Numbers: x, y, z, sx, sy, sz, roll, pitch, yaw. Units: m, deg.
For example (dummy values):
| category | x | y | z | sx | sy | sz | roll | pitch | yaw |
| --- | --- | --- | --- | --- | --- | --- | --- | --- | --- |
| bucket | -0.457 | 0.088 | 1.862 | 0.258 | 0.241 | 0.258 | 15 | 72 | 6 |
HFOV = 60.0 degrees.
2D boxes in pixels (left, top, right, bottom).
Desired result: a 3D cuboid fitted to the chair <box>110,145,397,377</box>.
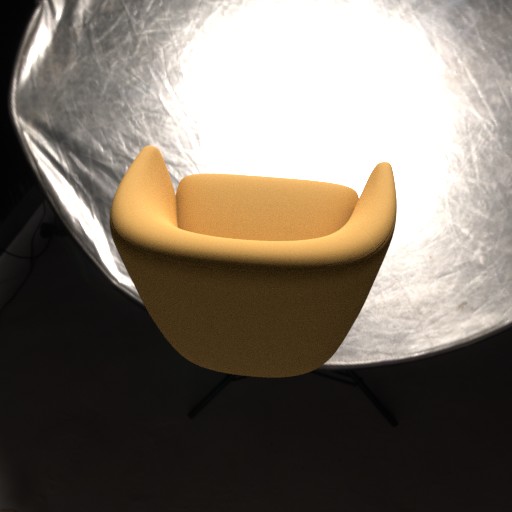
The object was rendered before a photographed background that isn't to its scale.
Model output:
| category | x | y | z | sx | sy | sz | roll | pitch | yaw |
| --- | --- | --- | --- | --- | --- | --- | --- | --- | --- |
| chair | 0.000 | 0.000 | 1.376 | 0.773 | 0.698 | 0.767 | 5 | 45 | 5 |
